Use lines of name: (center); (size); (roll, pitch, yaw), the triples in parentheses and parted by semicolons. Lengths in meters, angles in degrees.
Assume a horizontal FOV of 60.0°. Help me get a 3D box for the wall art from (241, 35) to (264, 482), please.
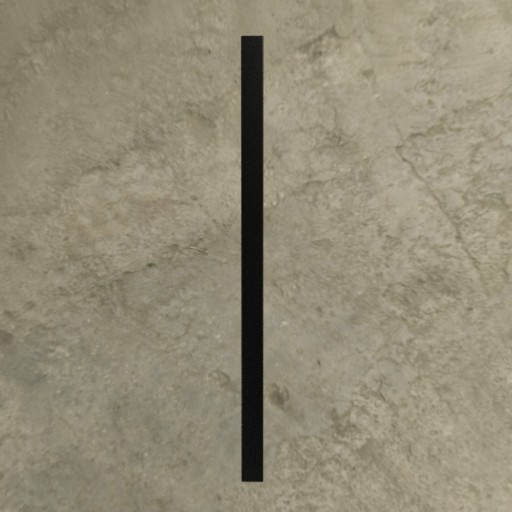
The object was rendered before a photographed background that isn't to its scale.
wall art: (0.000, 0.000, 1.127); (0.038, 0.761, 0.755); (0, 91, 1)
